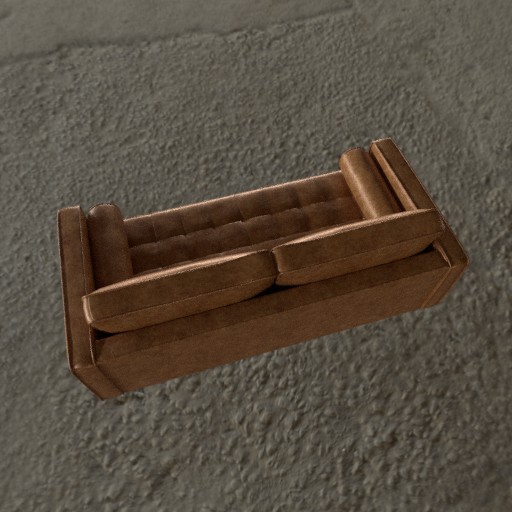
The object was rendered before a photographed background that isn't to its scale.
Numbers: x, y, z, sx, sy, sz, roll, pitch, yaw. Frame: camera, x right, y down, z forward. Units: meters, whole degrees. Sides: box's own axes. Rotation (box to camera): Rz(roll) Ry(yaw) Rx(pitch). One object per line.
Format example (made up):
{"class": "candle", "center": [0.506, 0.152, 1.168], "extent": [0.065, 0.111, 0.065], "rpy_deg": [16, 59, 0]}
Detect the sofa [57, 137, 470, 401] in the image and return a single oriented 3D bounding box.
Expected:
{"class": "sofa", "center": [0.000, 0.000, 2.382], "extent": [1.920, 0.825, 0.924], "rpy_deg": [-14, 59, -9]}
